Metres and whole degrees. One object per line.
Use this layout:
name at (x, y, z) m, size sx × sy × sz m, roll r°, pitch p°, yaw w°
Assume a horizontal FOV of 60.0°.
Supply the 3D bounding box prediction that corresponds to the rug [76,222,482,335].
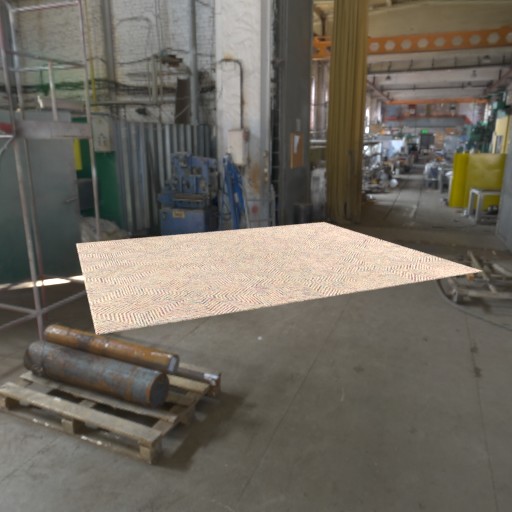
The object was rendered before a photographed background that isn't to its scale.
rug at (0.000, 0.000, 4.166) m, size 3.046 × 0.008 × 2.442 m, roll -6°, pitch 16°, yaw -23°
